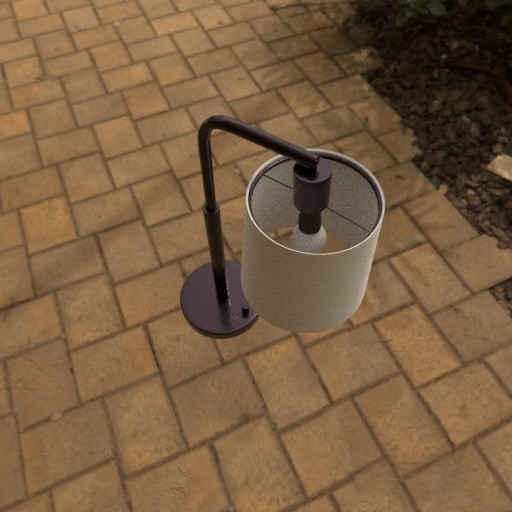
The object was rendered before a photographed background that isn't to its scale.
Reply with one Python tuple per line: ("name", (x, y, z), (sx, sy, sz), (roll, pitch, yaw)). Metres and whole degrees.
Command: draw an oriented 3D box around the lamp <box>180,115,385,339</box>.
("lamp", (0.000, 0.000, 0.659), (0.333, 0.489, 0.171), (32, 63, 19))
